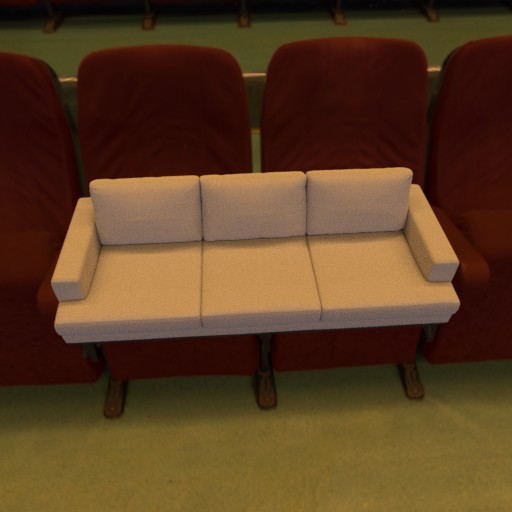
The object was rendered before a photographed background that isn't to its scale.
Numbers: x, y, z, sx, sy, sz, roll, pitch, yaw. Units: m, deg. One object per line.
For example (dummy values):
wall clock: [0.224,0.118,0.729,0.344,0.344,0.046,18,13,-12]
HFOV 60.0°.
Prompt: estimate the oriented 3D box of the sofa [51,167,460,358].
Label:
sofa: [0.000,0.000,2.786,2.310,0.810,0.920,-3,46,-3]
